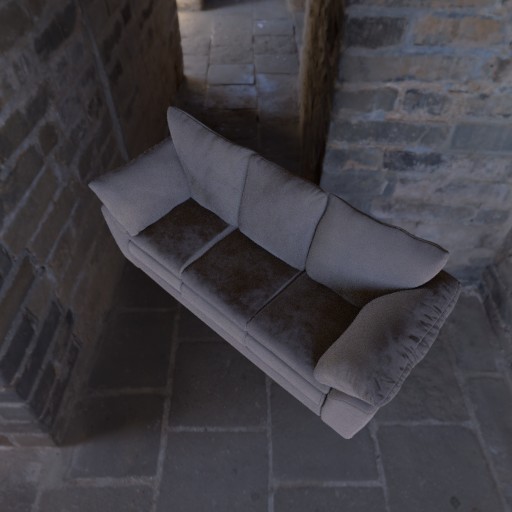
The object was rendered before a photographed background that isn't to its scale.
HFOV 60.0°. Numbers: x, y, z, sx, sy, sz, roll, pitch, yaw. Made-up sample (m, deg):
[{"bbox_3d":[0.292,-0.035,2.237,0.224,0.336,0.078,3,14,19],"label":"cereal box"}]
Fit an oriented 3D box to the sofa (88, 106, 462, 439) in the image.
[{"bbox_3d":[0.000,0.000,2.858,2.336,1.073,0.878,34,56,27],"label":"sofa"}]
